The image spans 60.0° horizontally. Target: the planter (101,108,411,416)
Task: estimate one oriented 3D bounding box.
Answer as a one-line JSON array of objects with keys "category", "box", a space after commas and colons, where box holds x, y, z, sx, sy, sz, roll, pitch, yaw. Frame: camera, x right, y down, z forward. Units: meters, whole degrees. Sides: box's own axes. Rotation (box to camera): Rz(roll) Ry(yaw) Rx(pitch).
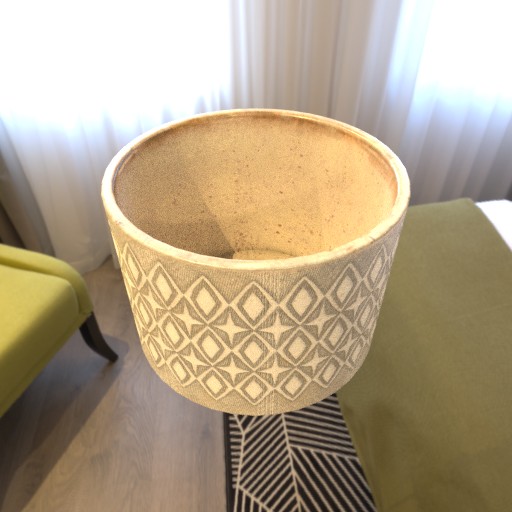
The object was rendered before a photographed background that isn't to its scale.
[{"category": "planter", "box": [0.000, 0.000, 0.322, 0.186, 0.144, 0.186, 0, 41, 0]}]
